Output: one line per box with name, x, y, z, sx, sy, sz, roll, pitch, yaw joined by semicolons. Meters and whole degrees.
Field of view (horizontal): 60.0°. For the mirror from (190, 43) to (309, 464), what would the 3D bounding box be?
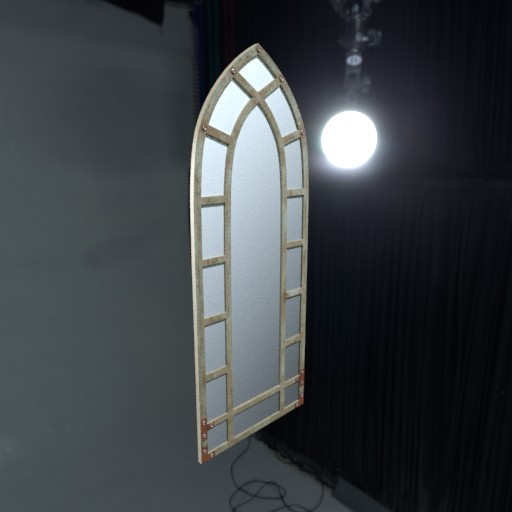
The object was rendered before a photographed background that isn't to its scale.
mirror;0.000;0.000;1.330;0.464;1.175;0.025;-13;18;-43
